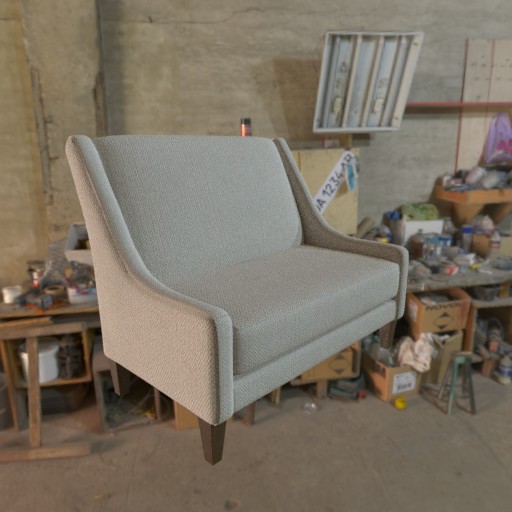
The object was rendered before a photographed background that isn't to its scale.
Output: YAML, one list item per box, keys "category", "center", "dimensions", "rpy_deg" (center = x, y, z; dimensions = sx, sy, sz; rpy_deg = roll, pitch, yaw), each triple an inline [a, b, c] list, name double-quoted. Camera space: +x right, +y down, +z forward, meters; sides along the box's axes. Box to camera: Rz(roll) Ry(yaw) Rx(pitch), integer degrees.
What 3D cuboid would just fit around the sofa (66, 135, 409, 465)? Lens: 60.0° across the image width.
- category: "sofa"
  center: [0.000, 0.000, 1.934]
  dimensions: [0.870, 1.022, 1.242]
  rpy_deg: [14, 20, 42]
